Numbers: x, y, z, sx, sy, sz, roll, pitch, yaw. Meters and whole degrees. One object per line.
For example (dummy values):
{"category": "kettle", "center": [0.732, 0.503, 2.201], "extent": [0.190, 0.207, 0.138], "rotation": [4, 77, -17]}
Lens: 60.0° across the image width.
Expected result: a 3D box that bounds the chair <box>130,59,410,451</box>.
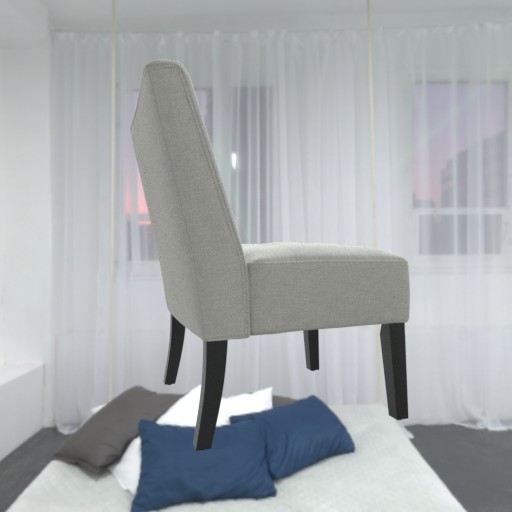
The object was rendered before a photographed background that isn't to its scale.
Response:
{"category": "chair", "center": [0.000, 0.000, 1.291], "extent": [0.676, 0.853, 0.569], "rotation": [0, 1, -19]}
